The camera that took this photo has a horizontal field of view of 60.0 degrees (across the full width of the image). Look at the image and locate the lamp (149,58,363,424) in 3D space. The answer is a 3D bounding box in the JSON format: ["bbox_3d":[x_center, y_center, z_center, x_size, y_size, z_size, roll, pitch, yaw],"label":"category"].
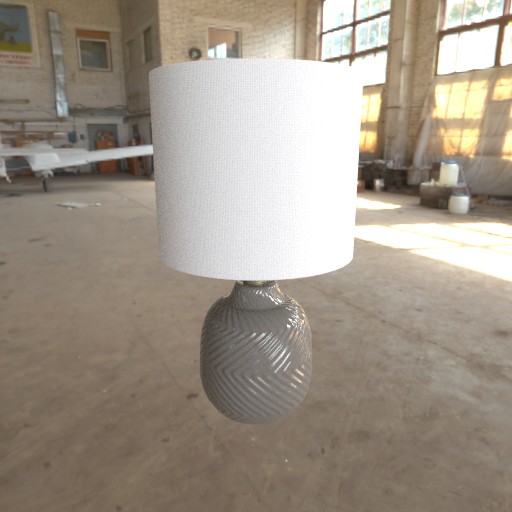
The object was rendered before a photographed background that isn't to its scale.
[{"bbox_3d":[0.000,0.000,0.484,0.207,0.366,0.207,-2,15,-9],"label":"lamp"}]
